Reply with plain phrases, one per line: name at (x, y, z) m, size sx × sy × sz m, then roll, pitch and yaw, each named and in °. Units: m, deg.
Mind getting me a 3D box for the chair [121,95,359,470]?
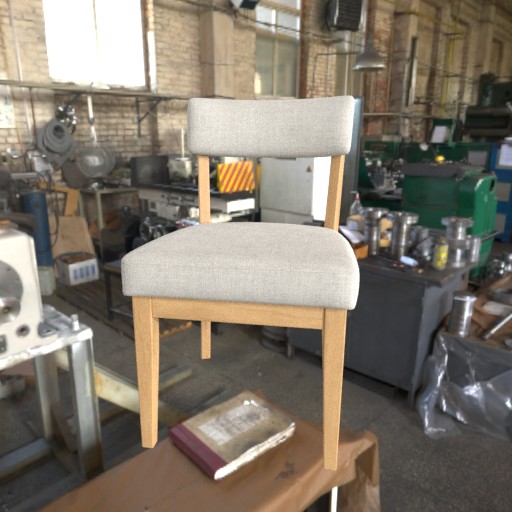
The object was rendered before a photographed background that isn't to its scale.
chair at (0.000, 0.000, 1.174) m, size 0.508 × 0.832 × 0.572 m, roll 3°, pitch 15°, yaw 9°
